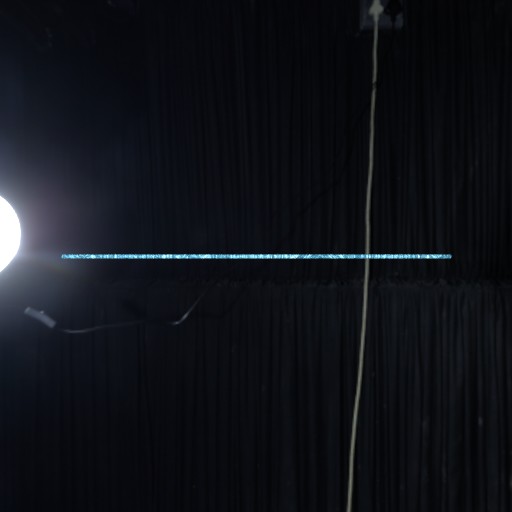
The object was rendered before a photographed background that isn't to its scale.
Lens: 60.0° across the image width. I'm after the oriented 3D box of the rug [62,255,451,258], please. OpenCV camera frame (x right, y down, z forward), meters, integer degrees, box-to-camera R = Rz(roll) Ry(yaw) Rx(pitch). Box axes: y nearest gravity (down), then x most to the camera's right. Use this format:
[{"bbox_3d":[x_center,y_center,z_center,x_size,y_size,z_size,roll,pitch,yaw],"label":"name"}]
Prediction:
[{"bbox_3d":[0.000,0.000,2.827,1.490,0.015,2.277,0,0,0],"label":"rug"}]
